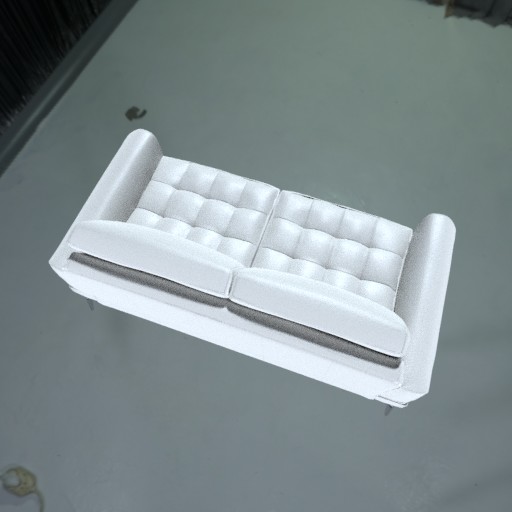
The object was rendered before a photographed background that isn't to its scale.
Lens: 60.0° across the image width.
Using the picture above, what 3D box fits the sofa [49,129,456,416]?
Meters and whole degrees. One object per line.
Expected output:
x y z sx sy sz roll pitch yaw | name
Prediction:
0.000 0.000 2.676 2.177 0.930 1.121 18 65 8 | sofa
